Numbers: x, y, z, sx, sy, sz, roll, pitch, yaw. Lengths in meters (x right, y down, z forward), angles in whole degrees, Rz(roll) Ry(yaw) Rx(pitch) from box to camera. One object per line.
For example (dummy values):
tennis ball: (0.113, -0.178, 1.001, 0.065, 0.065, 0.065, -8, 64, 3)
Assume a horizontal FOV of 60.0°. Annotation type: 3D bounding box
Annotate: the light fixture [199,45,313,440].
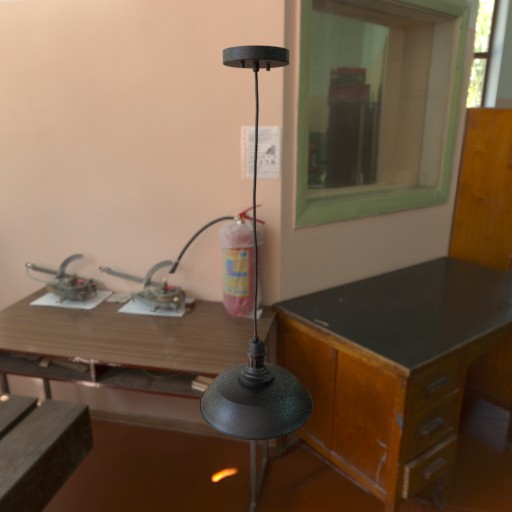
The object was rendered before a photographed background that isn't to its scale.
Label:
light fixture: (0.000, 0.000, 1.171, 0.331, 0.993, 0.331, -15, 22, -42)
